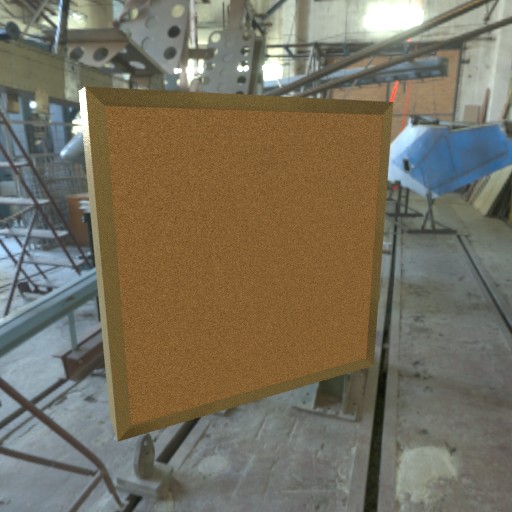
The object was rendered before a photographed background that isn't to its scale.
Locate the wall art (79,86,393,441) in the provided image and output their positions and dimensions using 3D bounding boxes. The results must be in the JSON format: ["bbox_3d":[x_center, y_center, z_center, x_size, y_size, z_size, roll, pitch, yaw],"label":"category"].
[{"bbox_3d":[0.000,0.000,0.450,0.304,0.305,0.038,-8,17,-27],"label":"wall art"}]
